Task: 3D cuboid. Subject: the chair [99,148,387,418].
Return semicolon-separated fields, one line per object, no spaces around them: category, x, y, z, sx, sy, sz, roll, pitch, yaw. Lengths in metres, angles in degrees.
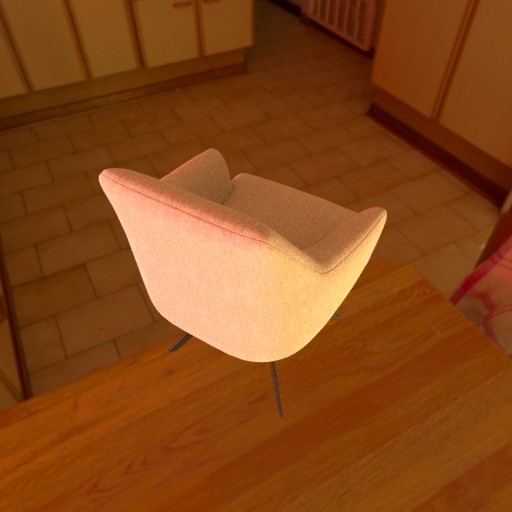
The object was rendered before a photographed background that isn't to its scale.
chair;0.000;0.000;1.382;0.642;0.874;0.677;24;51;21
